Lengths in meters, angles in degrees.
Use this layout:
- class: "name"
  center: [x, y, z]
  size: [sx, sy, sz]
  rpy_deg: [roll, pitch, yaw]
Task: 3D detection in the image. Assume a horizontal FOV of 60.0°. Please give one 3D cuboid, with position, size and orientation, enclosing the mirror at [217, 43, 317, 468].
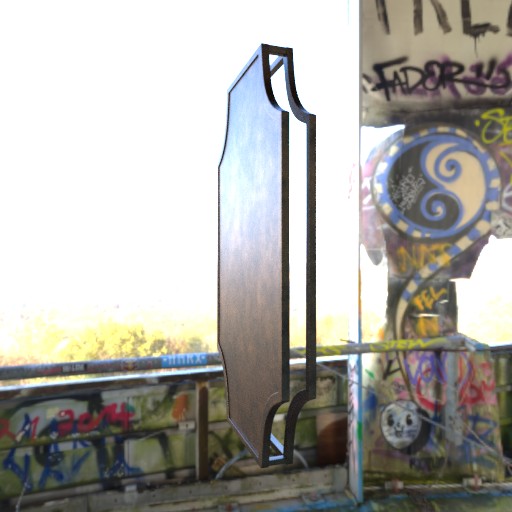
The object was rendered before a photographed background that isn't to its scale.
- class: "mirror"
  center: [0.000, 0.000, 0.975]
  size: [0.066, 0.811, 0.462]
  rpy_deg: [0, 0, -19]
